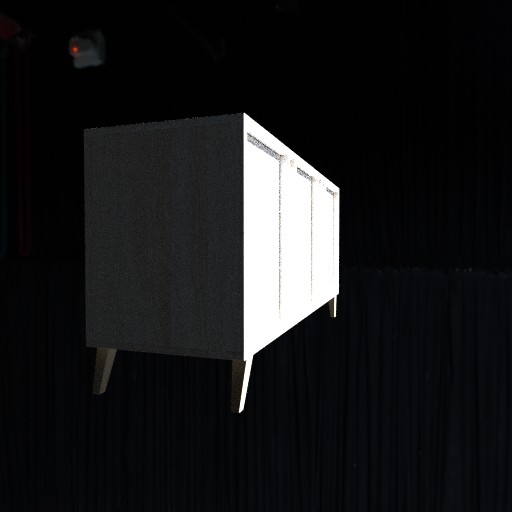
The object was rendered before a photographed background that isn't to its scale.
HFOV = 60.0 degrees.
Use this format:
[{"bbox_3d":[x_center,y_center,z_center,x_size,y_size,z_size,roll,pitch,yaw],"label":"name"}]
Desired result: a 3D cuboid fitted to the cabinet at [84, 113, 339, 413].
[{"bbox_3d":[0.000,0.000,2.006,0.500,0.780,1.649,1,2,19],"label":"cabinet"}]
